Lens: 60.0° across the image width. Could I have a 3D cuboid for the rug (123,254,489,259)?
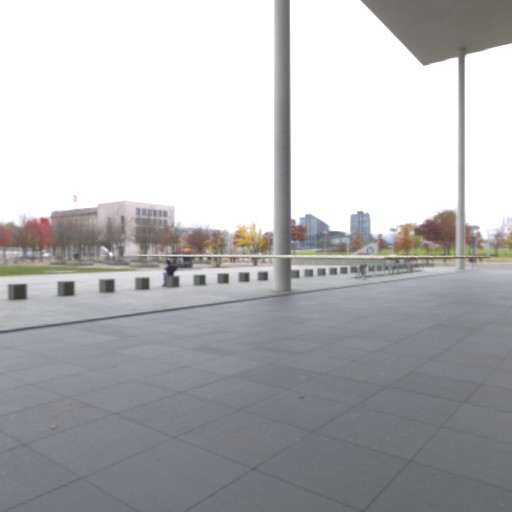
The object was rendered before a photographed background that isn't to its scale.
[{"bbox_3d":[0.000,0.000,2.701,0.750,0.009,2.435,0,0,-37],"label":"rug"}]
